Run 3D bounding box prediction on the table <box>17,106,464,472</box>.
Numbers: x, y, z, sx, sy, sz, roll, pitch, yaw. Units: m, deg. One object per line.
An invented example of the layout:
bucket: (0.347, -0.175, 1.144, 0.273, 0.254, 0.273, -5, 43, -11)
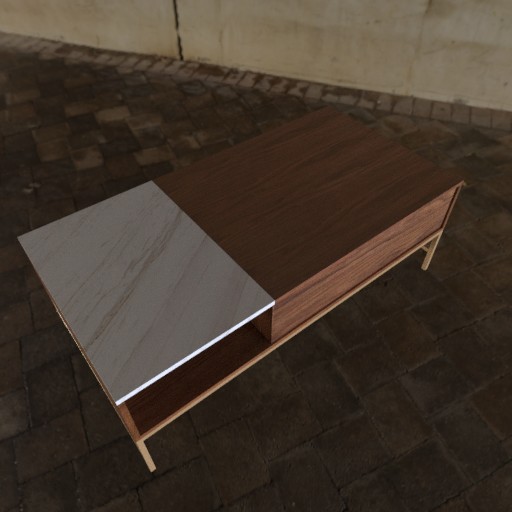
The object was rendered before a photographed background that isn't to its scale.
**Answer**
table: (0.000, 0.000, 1.903, 1.553, 0.551, 0.789, -30, 53, -25)
